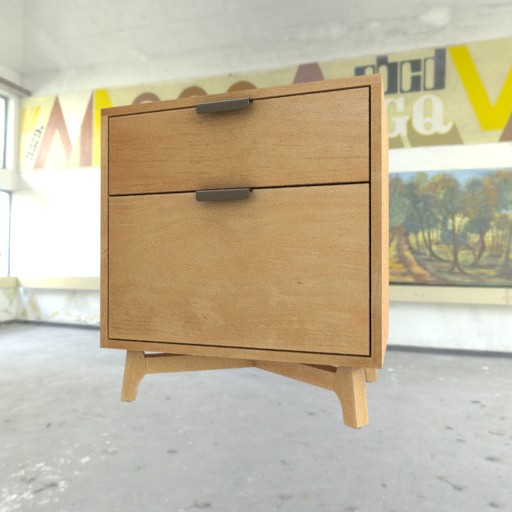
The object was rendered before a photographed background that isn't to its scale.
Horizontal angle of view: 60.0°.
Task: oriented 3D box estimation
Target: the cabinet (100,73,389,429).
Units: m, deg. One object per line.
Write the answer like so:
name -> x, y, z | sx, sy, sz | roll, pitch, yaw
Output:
cabinet -> 0.000, 0.000, 0.980 | 0.551, 0.599, 0.394 | 0, 0, 18
